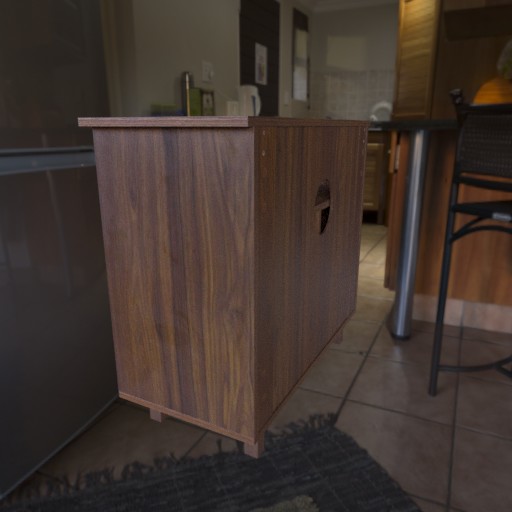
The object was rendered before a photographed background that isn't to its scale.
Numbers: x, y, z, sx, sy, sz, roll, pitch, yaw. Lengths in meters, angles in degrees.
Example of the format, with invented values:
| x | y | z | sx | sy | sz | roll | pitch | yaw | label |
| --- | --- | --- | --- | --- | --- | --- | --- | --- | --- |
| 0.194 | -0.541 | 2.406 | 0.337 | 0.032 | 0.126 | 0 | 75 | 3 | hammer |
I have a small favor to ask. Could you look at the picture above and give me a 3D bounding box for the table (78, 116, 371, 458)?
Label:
| x | y | z | sx | sy | sz | roll | pitch | yaw | label |
| --- | --- | --- | --- | --- | --- | --- | --- | --- | --- |
| 0.000 | 0.000 | 1.232 | 0.390 | 0.725 | 0.802 | 8 | 18 | 26 | table |
